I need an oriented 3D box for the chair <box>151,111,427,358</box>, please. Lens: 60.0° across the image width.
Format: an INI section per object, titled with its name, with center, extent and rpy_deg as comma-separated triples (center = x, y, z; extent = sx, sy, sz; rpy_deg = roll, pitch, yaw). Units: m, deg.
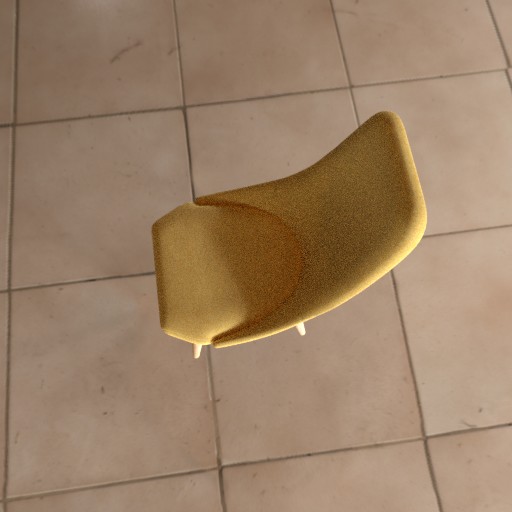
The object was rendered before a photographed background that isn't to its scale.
[chair]
center = 0.000, 0.000, 1.383
extent = 0.660, 1.040, 0.510
rpy_deg = -8, 74, -2
